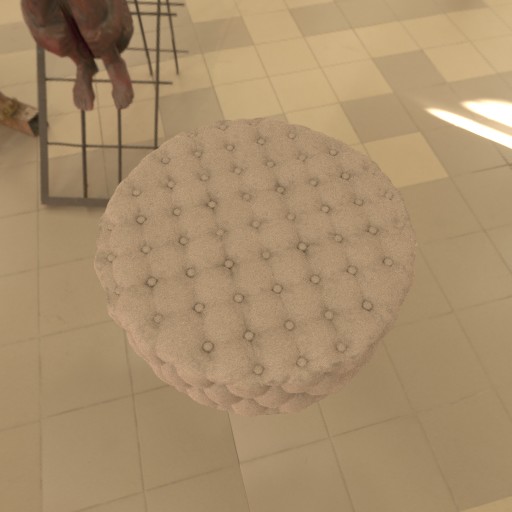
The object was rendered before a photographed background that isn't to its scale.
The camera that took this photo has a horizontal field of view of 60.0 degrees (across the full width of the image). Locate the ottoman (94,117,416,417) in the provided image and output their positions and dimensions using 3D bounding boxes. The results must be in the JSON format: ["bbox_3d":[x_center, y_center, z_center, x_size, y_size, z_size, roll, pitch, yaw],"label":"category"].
[{"bbox_3d":[0.000,0.000,1.506,0.998,0.399,0.998,0,58,0],"label":"ottoman"}]
